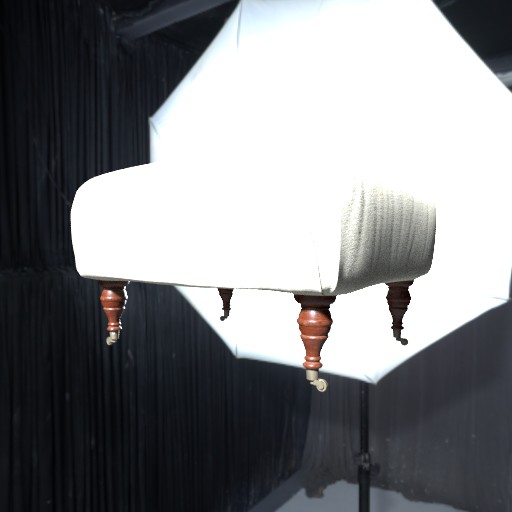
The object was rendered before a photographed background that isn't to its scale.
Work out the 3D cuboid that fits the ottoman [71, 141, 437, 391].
[{"bbox_3d":[0.000,0.000,1.102,0.747,0.450,0.622,1,2,37],"label":"ottoman"}]
